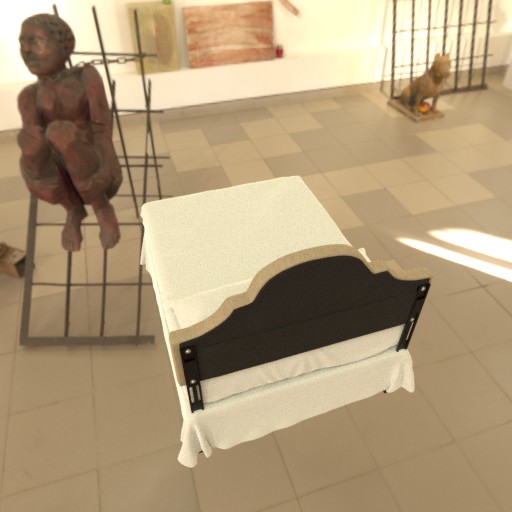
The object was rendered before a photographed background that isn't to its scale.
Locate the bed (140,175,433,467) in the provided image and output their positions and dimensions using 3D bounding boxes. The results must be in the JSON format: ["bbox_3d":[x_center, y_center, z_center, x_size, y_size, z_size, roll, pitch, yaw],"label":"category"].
[{"bbox_3d":[0.000,0.000,3.428,1.780,1.634,2.222,-12,43,-14],"label":"bed"}]
